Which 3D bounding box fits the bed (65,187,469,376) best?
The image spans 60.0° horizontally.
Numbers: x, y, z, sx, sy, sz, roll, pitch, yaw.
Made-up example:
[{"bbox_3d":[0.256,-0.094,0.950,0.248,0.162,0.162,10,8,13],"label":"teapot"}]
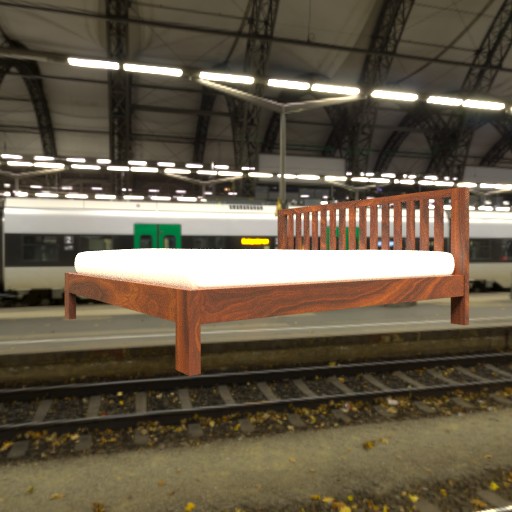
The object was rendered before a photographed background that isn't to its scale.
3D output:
[{"bbox_3d":[0.000,0.000,3.038,2.030,0.890,1.905,0,0,-36],"label":"bed"}]
